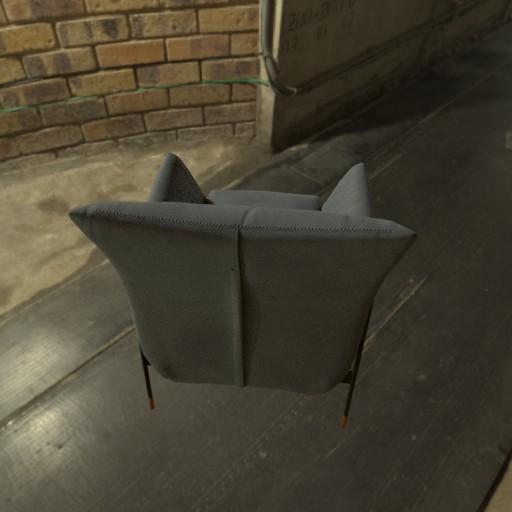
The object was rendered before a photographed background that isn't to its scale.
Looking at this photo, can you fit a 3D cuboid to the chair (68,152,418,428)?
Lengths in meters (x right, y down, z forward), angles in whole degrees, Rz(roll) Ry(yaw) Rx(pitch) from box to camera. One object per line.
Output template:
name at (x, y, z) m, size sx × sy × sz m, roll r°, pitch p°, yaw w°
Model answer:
chair at (0.000, 0.000, 1.370) m, size 0.678 × 0.858 × 0.709 m, roll 4°, pitch 46°, yaw 4°
